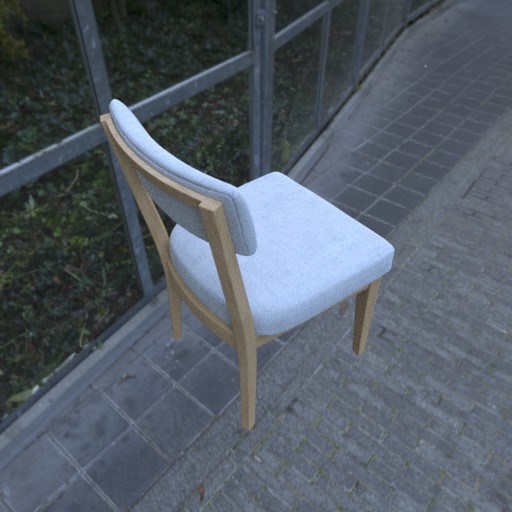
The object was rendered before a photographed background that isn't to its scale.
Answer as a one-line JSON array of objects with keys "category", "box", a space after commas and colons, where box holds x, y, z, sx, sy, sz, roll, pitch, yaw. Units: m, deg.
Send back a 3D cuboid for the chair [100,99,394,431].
[{"category": "chair", "box": [0.000, 0.000, 1.213, 0.572, 0.832, 0.508, -27, 48, -27]}]
